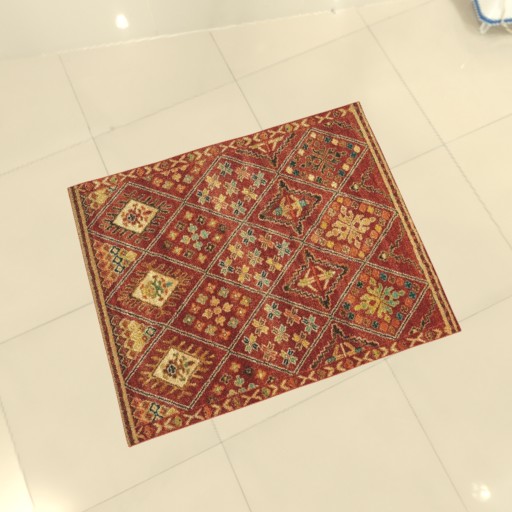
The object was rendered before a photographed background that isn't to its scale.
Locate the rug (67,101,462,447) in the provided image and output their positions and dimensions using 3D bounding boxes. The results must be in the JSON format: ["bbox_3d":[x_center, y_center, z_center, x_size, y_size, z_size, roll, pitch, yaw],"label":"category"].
[{"bbox_3d":[0.000,0.000,4.156,3.086,0.030,2.489,-18,76,-5],"label":"rug"}]
